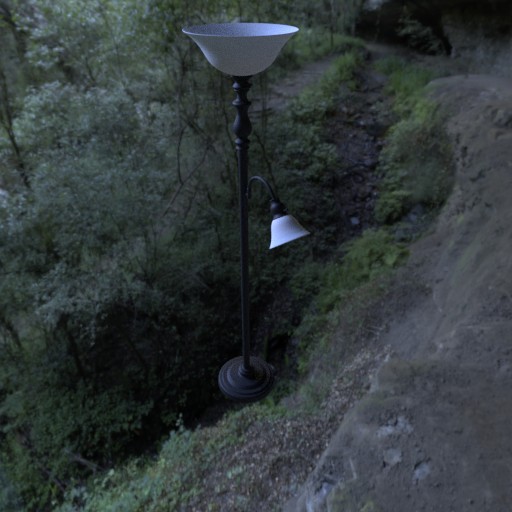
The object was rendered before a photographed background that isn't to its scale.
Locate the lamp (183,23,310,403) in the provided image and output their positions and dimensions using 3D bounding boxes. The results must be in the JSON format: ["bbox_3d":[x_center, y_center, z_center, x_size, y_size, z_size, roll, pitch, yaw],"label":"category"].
[{"bbox_3d":[0.000,0.000,1.973,0.405,1.793,0.588,-21,38,-29],"label":"lamp"}]
